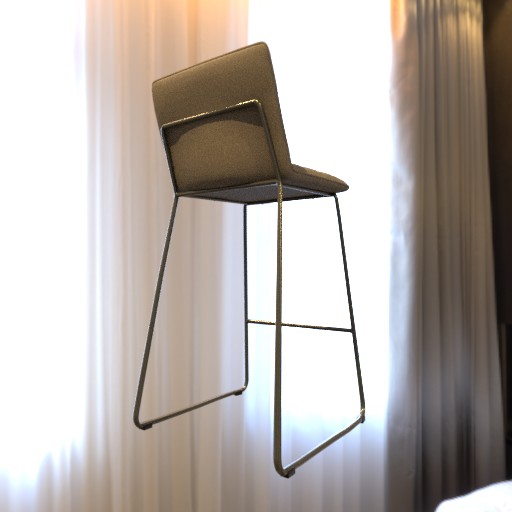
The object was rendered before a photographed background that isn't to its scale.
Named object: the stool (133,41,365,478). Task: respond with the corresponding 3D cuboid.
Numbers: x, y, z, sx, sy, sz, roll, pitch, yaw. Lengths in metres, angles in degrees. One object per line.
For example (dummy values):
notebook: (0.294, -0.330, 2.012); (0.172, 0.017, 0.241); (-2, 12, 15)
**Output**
stool: (0.000, 0.000, 1.269); (0.490, 0.960, 0.490); (-1, -2, 36)
